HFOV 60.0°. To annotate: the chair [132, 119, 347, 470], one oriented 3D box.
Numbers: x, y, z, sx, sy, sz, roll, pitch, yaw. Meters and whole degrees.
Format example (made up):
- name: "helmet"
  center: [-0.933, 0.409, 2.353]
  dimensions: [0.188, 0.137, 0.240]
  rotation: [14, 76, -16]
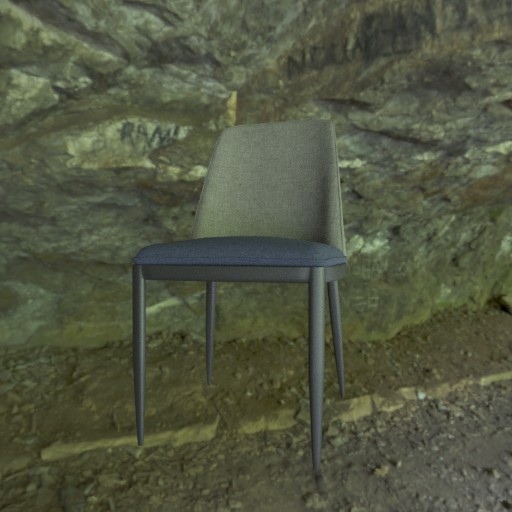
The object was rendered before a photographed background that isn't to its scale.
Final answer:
- name: "chair"
  center: [0.000, 0.000, 1.190]
  dimensions: [0.488, 0.855, 0.550]
  rotation: [0, 1, 16]
